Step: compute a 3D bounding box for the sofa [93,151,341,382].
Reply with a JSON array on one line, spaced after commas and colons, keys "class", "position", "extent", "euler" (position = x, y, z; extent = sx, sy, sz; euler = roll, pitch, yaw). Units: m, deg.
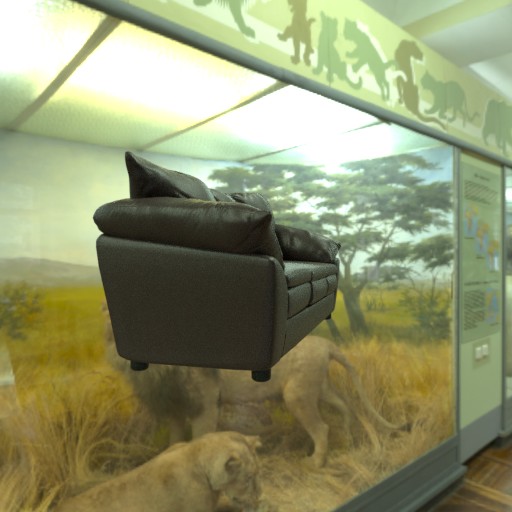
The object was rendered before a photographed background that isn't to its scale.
[{"class": "sofa", "position": [0.000, 0.000, 2.981], "extent": [0.907, 1.091, 2.390], "euler": [0, 0, 17]}]
